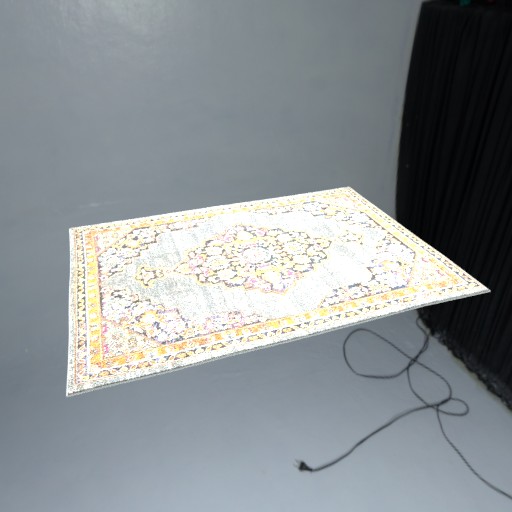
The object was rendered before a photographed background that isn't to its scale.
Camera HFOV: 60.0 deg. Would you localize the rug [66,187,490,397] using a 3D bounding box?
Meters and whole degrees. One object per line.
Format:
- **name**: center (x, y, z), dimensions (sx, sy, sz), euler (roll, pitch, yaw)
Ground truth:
- **rug**: center (0.000, 0.000, 3.622), dimensions (2.901, 0.026, 2.043), euler (-11, 33, -16)
